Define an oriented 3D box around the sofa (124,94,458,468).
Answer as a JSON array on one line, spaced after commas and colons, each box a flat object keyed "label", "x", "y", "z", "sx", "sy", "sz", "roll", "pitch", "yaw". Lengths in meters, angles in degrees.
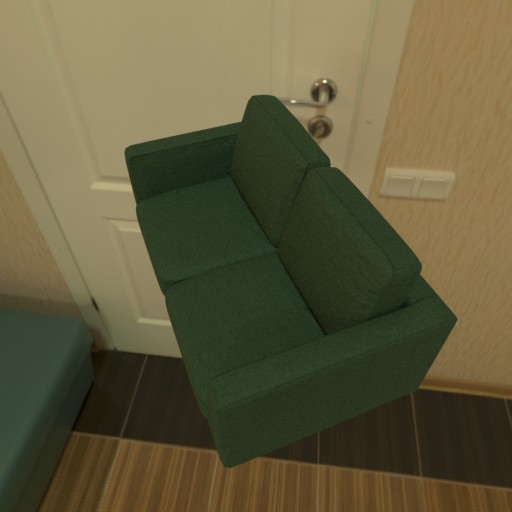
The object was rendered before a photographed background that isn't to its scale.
[{"label": "sofa", "x": 0.000, "y": 0.000, "z": 1.976, "sx": 0.879, "sy": 0.899, "sz": 1.430, "roll": -16, "pitch": 49, "yaw": -15}]
